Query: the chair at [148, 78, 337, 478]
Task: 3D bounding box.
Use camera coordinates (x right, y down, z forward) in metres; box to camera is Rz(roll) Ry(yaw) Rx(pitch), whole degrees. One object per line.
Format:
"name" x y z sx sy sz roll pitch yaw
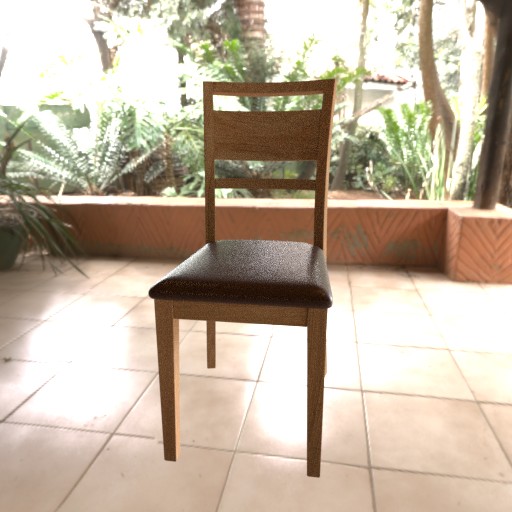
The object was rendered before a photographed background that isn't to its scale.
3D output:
"chair" 0.000 0.000 1.198 0.420 0.940 0.545 2 15 8
